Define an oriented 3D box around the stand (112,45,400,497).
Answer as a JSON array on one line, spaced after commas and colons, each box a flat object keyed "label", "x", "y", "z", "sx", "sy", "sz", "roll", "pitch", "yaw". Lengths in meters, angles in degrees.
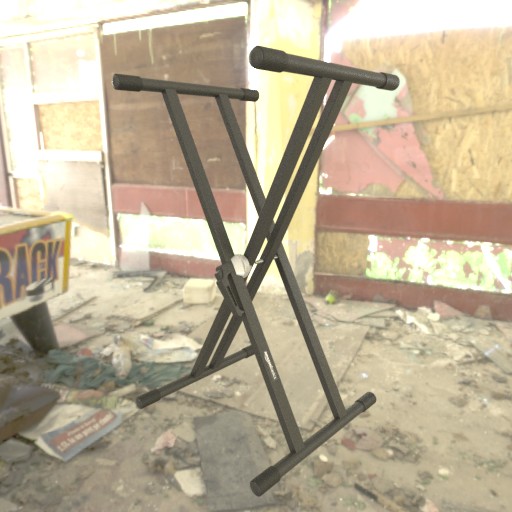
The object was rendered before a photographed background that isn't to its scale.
[{"label": "stand", "x": 0.000, "y": 0.000, "z": 1.176, "sx": 0.503, "sy": 0.900, "sz": 0.495, "roll": 14, "pitch": 20, "yaw": 42}]
